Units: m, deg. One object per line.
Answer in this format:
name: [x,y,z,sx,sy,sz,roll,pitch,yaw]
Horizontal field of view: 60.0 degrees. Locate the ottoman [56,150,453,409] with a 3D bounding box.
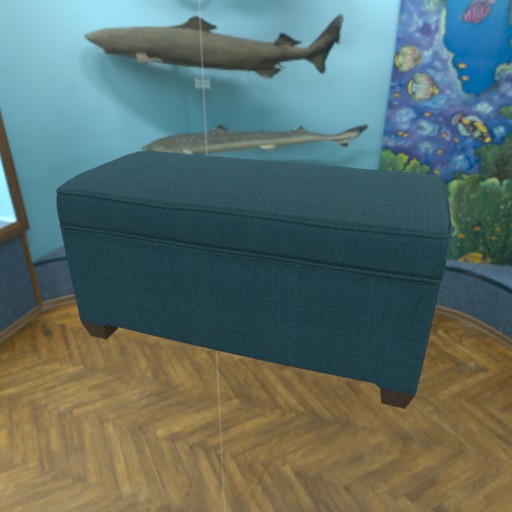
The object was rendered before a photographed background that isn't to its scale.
ottoman: [0.000,0.000,1.245,0.943,0.474,0.474,9,28,17]
